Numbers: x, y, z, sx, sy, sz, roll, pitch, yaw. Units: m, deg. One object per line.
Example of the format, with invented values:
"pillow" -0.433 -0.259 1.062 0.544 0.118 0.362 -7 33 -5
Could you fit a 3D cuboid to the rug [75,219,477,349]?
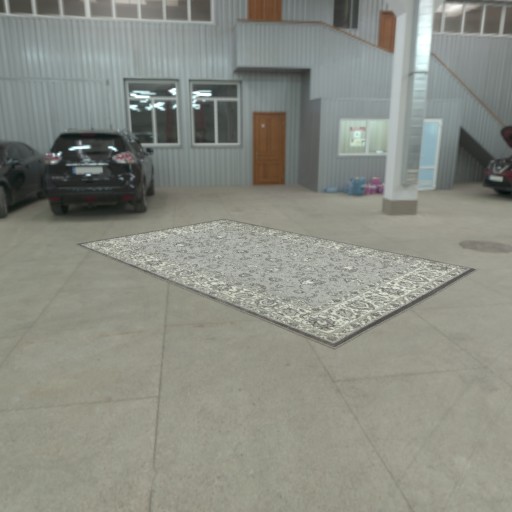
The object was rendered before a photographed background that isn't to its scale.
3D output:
"rug" 0.000 0.000 3.096 1.524 0.011 2.438 -15 21 -43
